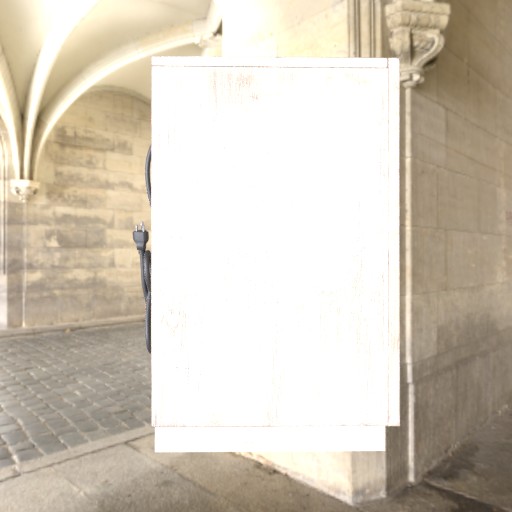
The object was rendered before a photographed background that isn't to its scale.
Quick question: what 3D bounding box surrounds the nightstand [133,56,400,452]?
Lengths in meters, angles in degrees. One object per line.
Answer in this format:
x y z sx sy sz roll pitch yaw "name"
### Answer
0.000 0.000 1.053 0.483 0.673 0.612 0 0 -1 "nightstand"
